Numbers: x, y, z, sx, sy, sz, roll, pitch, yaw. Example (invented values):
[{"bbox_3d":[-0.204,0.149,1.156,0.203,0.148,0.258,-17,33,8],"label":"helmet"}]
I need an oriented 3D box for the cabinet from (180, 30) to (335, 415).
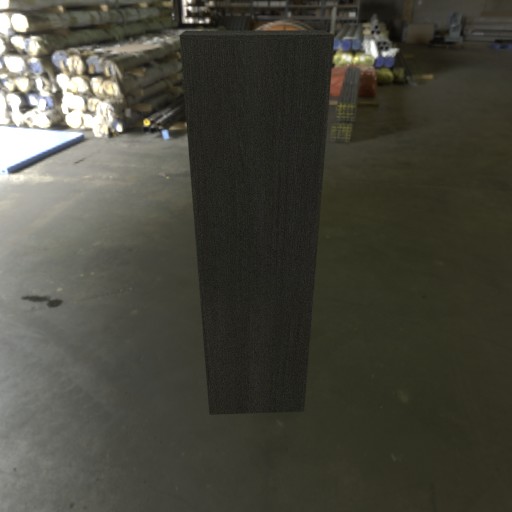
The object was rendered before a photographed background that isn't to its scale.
[{"bbox_3d":[0.000,0.000,1.982,0.500,1.790,0.230,-1,31,-2],"label":"cabinet"}]
